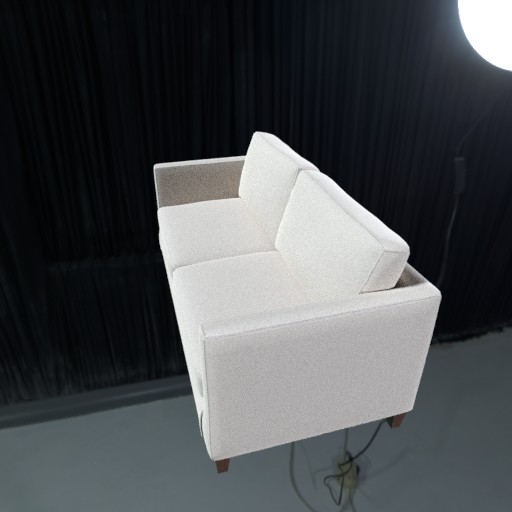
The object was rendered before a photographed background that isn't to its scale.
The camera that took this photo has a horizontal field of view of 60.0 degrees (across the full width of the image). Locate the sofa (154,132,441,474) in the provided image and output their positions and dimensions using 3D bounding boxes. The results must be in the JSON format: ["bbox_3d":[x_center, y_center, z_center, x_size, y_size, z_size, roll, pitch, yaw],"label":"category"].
[{"bbox_3d":[0.000,0.000,2.247,0.873,0.888,1.722,-8,31,-14],"label":"sofa"}]
